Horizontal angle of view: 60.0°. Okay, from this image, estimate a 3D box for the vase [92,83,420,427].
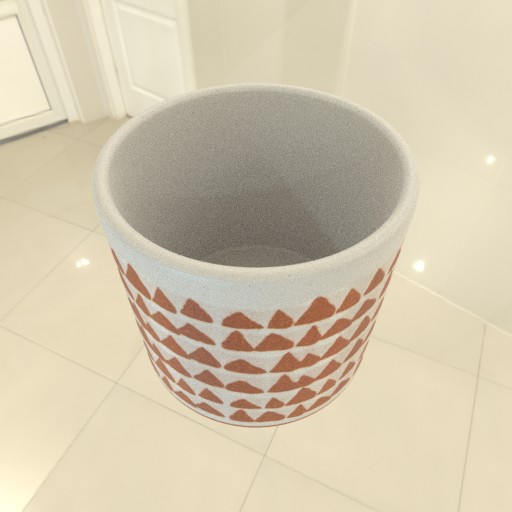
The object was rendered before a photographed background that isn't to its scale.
[{"bbox_3d":[0.000,0.000,0.235,0.137,0.127,0.137,0,48,0],"label":"vase"}]
